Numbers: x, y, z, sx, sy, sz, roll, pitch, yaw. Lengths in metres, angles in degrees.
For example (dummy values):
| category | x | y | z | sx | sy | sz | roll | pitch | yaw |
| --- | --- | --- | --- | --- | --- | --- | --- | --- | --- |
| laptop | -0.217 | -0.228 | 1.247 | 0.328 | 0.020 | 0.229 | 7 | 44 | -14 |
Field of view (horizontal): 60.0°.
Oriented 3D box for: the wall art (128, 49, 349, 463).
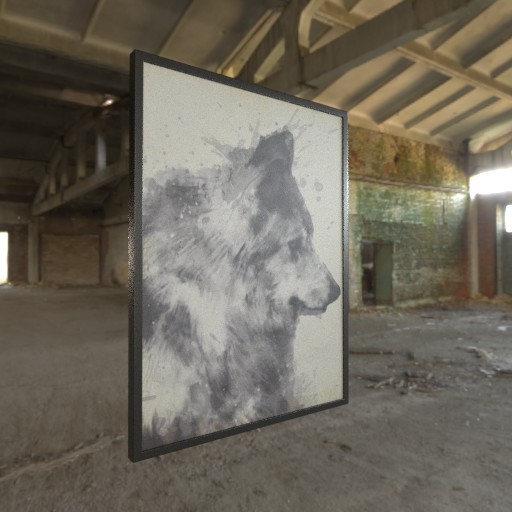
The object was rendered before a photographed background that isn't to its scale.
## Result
| category | x | y | z | sx | sy | sz | roll | pitch | yaw |
| --- | --- | --- | --- | --- | --- | --- | --- | --- | --- |
| wall art | 0.000 | 0.000 | 1.389 | 0.804 | 1.061 | 0.039 | 1 | -1 | -36 |
